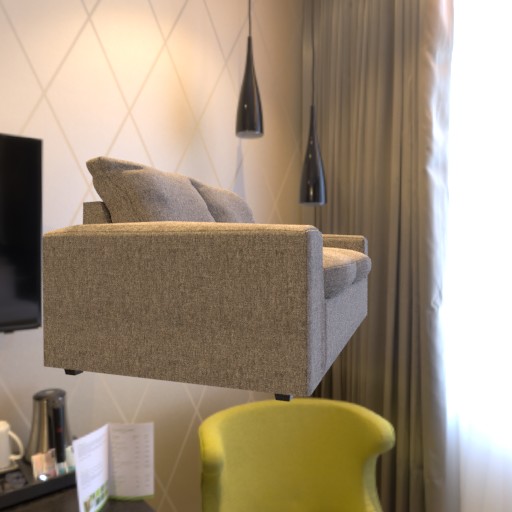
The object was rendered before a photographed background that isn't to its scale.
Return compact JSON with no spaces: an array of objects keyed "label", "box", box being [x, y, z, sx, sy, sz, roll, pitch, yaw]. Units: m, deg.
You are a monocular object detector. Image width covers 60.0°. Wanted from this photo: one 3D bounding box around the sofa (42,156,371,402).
[{"label":"sofa","box":[0.000,0.000,2.314,1.094,0.877,1.758,0,1,20]}]
